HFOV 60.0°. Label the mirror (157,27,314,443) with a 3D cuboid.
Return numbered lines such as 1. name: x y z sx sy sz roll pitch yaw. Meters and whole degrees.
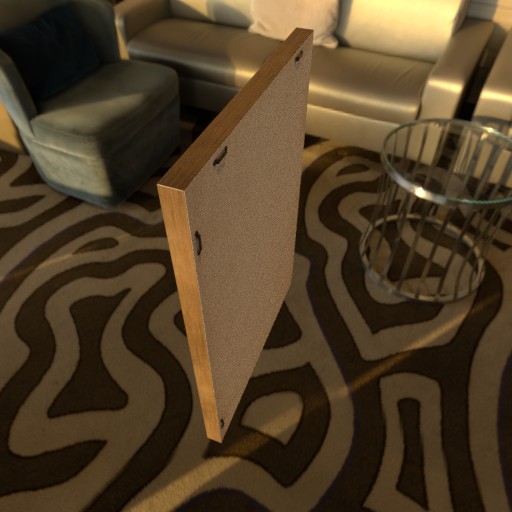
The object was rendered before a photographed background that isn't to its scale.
1. mirror: 0.000 0.000 0.905 0.039 0.711 0.508 16 48 15
